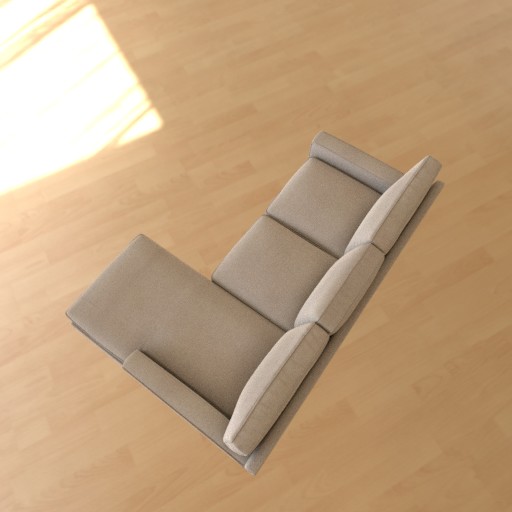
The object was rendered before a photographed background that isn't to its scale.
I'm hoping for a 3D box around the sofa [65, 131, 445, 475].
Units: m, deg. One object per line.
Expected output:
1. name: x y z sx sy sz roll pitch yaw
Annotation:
1. sofa: 0.000 0.000 2.877 1.496 0.861 2.087 33 69 15
